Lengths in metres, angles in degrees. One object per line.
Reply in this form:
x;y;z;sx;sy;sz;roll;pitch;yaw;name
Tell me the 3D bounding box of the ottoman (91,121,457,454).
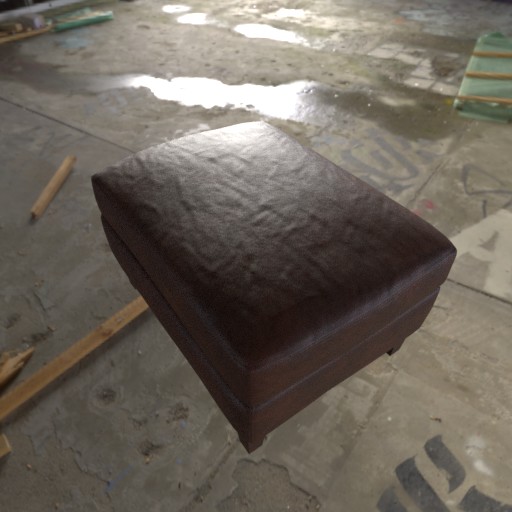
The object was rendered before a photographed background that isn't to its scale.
0.000;0.000;1.319;0.659;0.527;0.887;-25;48;-25;ottoman
